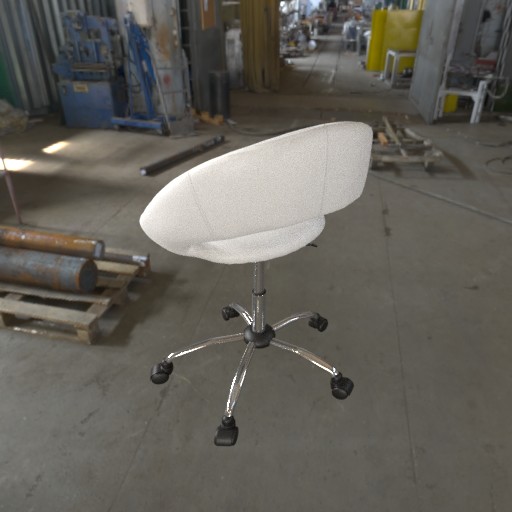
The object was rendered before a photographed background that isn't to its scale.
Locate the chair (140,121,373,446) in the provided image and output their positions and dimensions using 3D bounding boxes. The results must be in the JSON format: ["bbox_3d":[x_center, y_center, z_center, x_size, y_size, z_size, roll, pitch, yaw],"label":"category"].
[{"bbox_3d":[0.000,0.000,1.190,0.612,0.791,0.538,-19,36,-29],"label":"chair"}]
